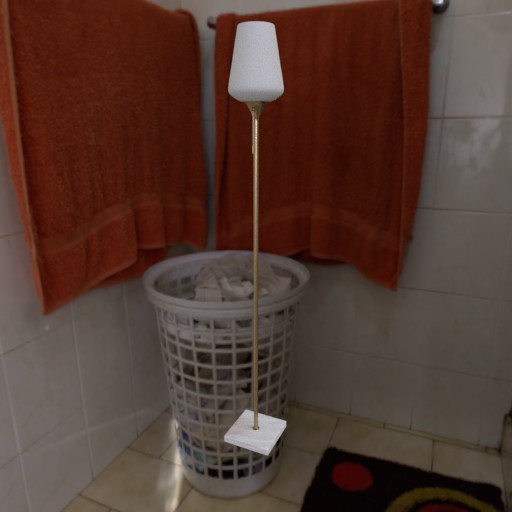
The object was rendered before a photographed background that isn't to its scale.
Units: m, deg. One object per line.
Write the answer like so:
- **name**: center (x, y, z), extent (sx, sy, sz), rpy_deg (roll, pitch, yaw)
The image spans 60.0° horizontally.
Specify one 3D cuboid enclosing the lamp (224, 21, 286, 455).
- **lamp**: center (0.000, 0.000, 1.926), extent (0.229, 1.813, 0.232), rpy_deg (7, 17, 24)
